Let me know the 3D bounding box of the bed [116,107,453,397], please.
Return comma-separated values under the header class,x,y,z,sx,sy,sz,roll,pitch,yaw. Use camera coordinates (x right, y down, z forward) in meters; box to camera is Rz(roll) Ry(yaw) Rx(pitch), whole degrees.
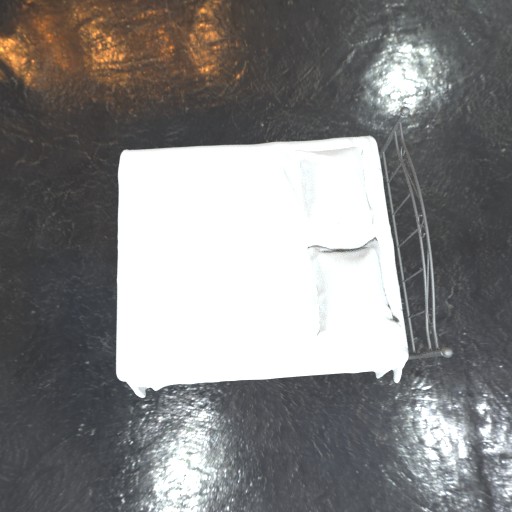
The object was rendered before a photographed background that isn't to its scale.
class,x,y,z,sx,sy,sz,roll,pitch,yaw
bed,0.000,0.000,3.237,2.215,1.080,1.936,-4,75,-1
